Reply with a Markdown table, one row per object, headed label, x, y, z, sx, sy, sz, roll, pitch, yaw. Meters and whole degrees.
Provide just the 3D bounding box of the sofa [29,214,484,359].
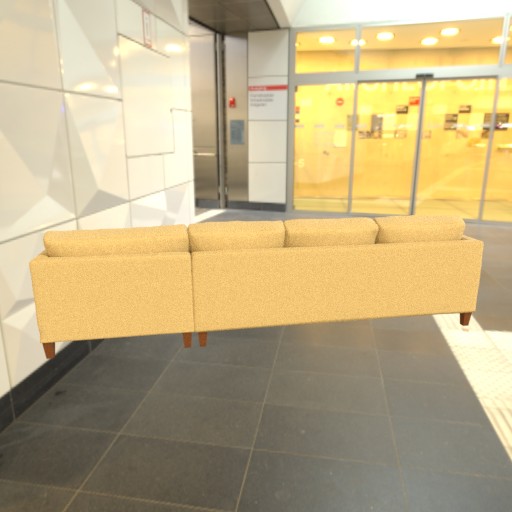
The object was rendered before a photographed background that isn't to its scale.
| label | x | y | z | sx | sy | sz | roll | pitch | yaw |
| --- | --- | --- | --- | --- | --- | --- | --- | --- | --- |
| sofa | 0.000 | 0.000 | 3.858 | 3.186 | 0.861 | 1.625 | -3 | 16 | -10 |
